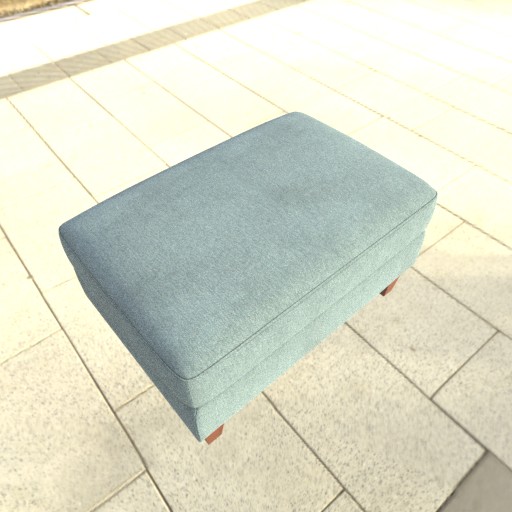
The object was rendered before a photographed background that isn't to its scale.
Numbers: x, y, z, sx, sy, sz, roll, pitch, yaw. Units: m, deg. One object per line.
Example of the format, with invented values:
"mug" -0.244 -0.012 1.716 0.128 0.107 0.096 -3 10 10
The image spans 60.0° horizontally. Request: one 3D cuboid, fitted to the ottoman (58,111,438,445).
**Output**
"ottoman" 0.000 0.000 1.270 0.864 0.483 0.584 -33 56 -26
